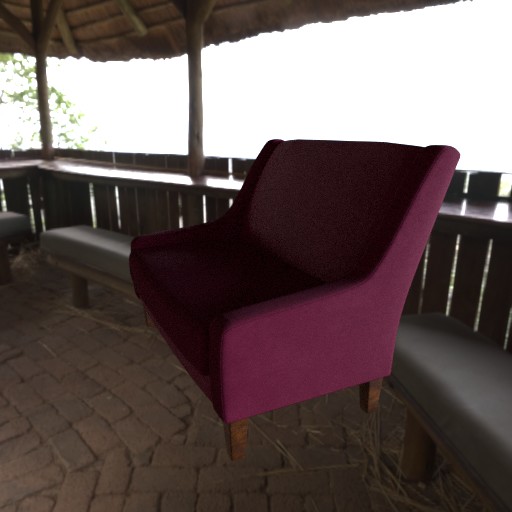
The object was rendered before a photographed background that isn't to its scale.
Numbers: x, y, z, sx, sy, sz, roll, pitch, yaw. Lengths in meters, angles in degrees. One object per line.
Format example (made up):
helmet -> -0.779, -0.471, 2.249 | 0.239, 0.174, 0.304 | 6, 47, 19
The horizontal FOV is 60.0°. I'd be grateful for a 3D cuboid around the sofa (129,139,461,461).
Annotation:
sofa -> 0.000, 0.000, 1.943 | 0.946, 0.976, 1.242 | -8, 18, -26
